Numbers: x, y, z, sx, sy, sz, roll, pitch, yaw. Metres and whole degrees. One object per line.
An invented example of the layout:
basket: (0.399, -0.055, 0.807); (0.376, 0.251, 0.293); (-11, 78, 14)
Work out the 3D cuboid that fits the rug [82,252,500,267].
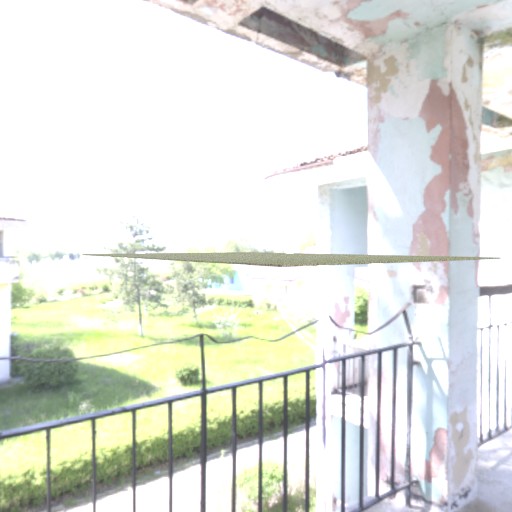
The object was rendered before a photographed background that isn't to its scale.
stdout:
rug: (0.000, 0.000, 2.132); (1.143, 0.006, 1.747); (-1, 2, -37)
